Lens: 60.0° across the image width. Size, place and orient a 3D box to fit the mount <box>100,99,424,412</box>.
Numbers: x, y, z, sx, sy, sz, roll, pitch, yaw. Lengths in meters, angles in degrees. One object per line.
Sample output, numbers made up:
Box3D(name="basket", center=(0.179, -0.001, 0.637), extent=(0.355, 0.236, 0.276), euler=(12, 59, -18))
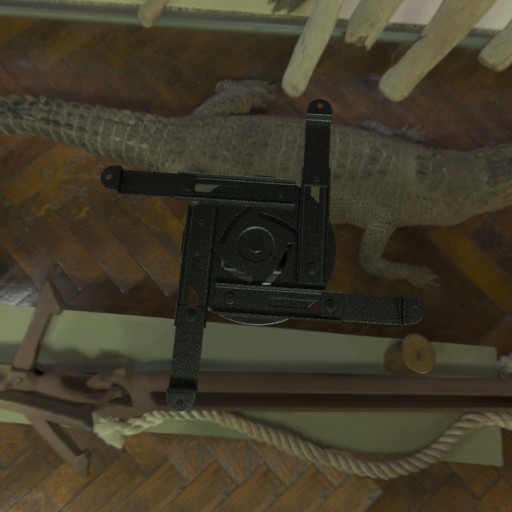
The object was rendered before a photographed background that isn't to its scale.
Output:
Box3D(name="mount", center=(0.000, 0.000, 0.593), extent=(0.394, 0.141, 0.394), euler=(4, 75, 1))
